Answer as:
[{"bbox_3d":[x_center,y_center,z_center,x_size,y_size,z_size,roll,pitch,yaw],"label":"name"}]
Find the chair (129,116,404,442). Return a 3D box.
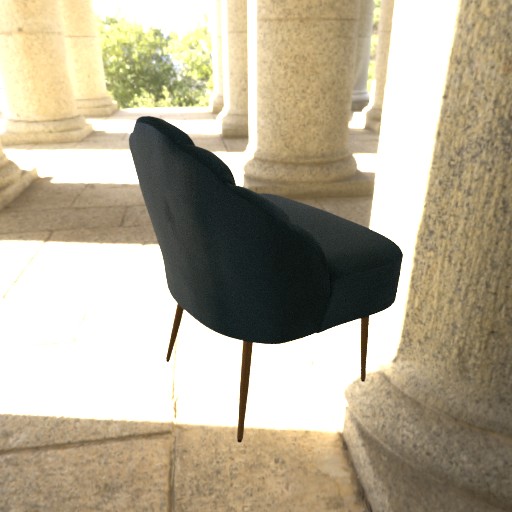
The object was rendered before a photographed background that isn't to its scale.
[{"bbox_3d":[0.000,0.000,1.279,0.599,0.819,0.657,-18,30,-33],"label":"chair"}]
